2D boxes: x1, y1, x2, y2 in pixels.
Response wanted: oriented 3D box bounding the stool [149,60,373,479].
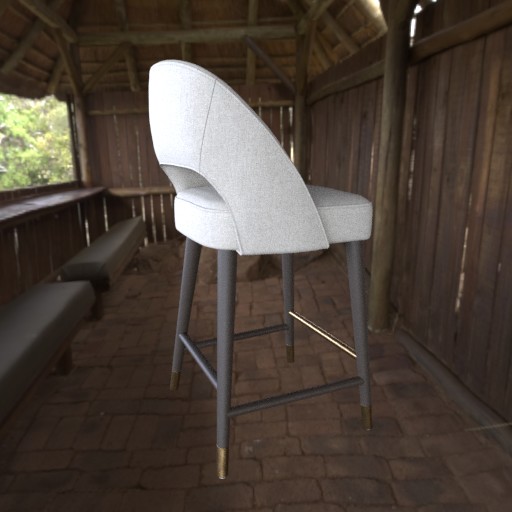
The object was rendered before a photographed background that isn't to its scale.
[{"bbox_3d":[0.000,0.000,1.205,0.509,0.940,0.494,-7,15,-25],"label":"stool"}]
